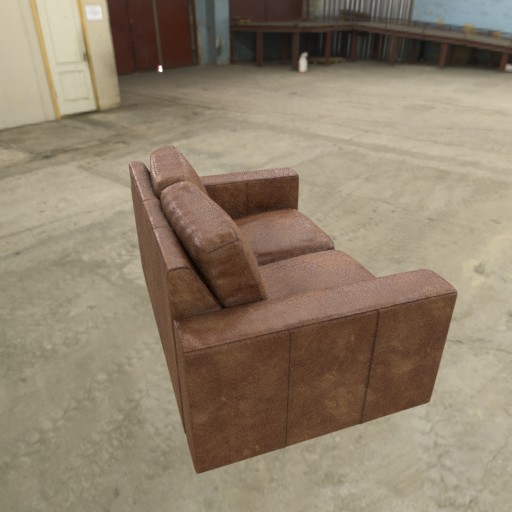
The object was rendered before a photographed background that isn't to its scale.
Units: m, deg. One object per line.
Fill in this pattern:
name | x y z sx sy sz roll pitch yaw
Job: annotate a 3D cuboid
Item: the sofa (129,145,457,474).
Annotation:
sofa | 0.000 0.000 2.234 1.041 0.889 1.626 -10 30 -17
